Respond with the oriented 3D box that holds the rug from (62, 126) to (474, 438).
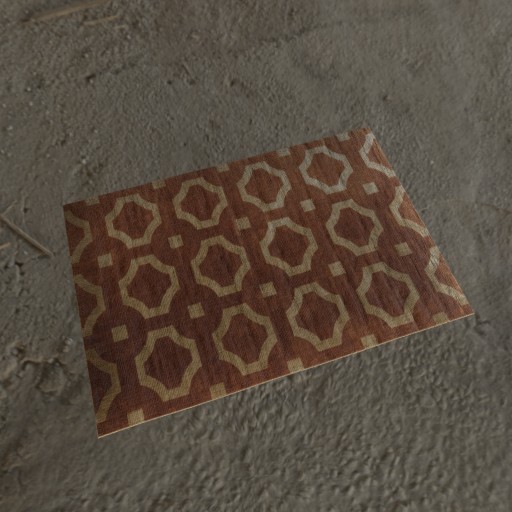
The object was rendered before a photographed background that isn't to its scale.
[{"bbox_3d":[0.000,0.000,2.859,2.286,0.016,1.555,-16,65,-8],"label":"rug"}]
